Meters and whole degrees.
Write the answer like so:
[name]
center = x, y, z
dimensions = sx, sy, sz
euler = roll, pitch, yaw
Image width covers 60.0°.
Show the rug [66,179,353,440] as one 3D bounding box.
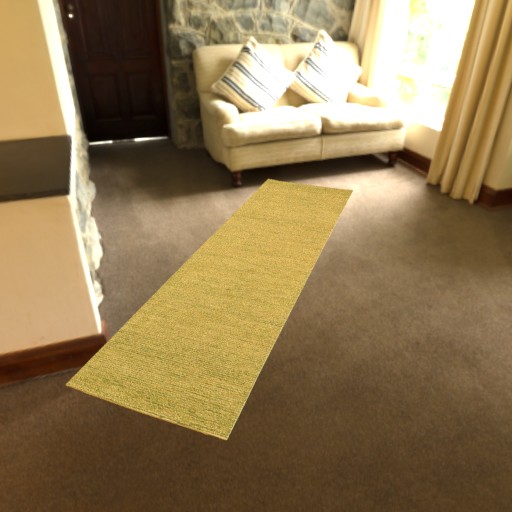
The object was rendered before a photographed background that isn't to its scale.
[rug]
center = 0.000, 0.000, 2.540
dimensions = 0.686, 0.013, 2.340
euler = 11, 33, 18
